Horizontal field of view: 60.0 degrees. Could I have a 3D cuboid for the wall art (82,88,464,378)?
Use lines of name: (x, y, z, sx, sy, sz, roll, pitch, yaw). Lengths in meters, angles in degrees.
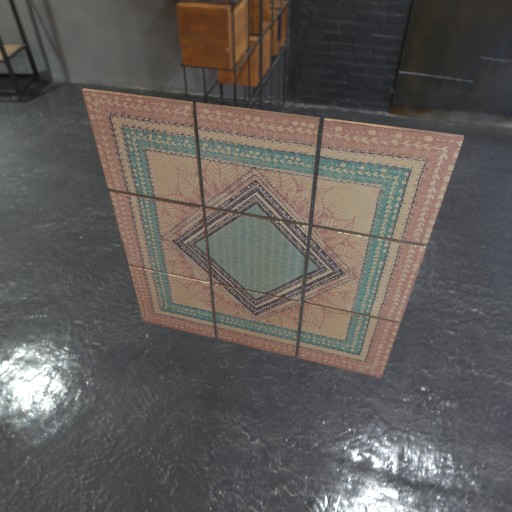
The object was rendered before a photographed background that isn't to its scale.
wall art: (0.000, 0.000, 1.776, 1.215, 1.213, 0.013, 11, 43, 12)
